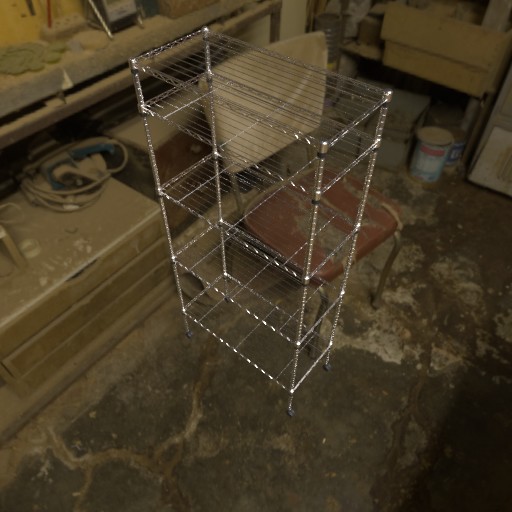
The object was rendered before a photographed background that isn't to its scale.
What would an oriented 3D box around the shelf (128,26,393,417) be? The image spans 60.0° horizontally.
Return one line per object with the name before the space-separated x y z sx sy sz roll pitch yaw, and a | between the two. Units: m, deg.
shelf | 0.000 0.000 1.895 0.762 1.587 0.356 31 55 26
